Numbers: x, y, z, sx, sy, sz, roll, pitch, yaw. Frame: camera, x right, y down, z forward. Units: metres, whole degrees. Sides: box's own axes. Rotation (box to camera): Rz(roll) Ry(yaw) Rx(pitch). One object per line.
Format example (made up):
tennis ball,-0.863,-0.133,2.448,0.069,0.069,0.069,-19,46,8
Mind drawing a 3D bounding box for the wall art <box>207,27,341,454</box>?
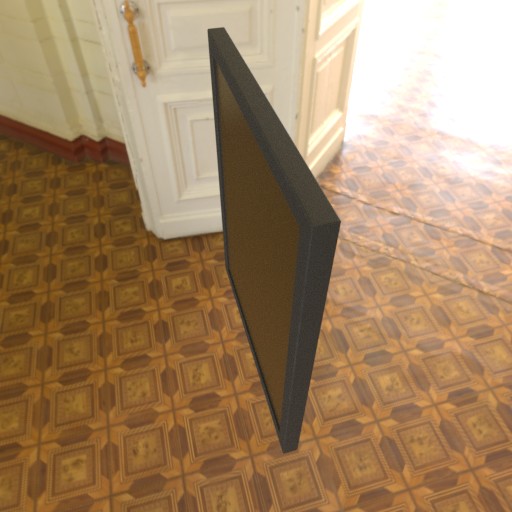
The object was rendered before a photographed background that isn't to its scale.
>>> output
wall art,0.000,0.000,0.737,0.028,0.558,0.457,-12,48,-11
